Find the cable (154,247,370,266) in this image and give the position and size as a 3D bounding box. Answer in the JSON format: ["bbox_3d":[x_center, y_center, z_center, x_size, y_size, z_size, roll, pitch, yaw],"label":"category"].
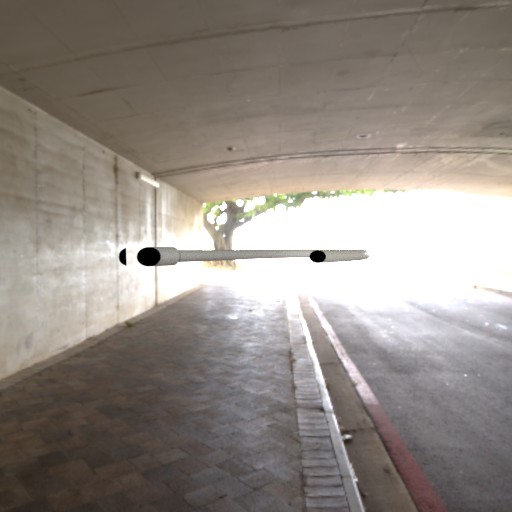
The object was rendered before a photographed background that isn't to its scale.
[{"bbox_3d":[0.000,0.000,0.108,0.041,0.005,0.098,1,1,36],"label":"cable"}]
